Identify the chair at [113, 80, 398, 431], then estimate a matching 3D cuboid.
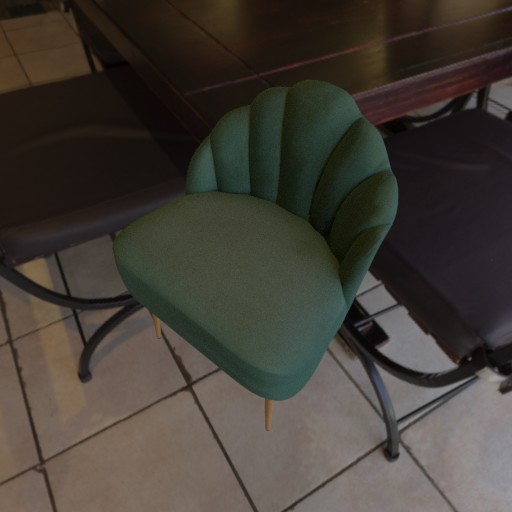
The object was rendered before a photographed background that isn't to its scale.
[{"bbox_3d":[0.000,0.000,1.278,0.657,0.819,0.599,32,55,26],"label":"chair"}]
